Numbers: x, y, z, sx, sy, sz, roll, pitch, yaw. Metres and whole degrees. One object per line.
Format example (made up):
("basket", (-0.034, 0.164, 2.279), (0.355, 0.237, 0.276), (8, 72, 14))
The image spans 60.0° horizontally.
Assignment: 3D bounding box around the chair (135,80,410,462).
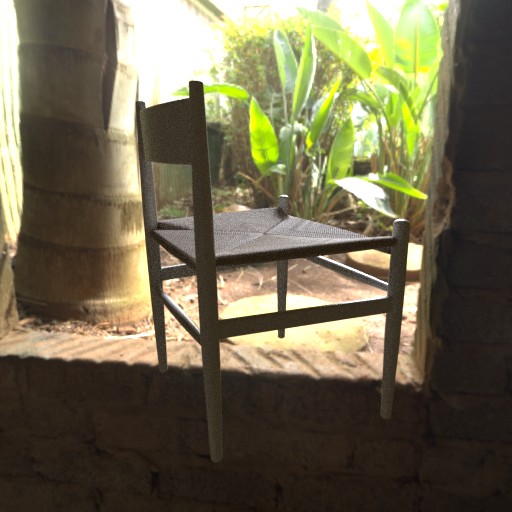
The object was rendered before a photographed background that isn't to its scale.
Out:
("chair", (0.000, 0.000, 1.127), (0.495, 0.762, 0.556), (-7, 16, -26))
